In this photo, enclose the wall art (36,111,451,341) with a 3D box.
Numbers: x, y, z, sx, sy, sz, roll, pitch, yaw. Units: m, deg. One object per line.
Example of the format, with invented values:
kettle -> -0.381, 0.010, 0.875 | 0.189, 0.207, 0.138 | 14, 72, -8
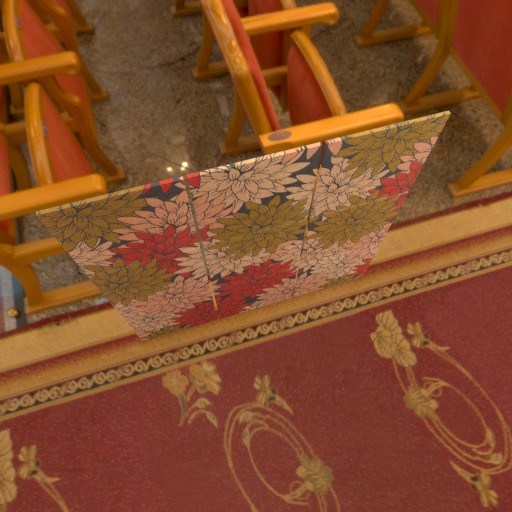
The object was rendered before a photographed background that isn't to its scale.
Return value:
wall art -> 0.000, 0.000, 1.785 | 1.206, 1.218, 0.013 | -15, 65, -7
